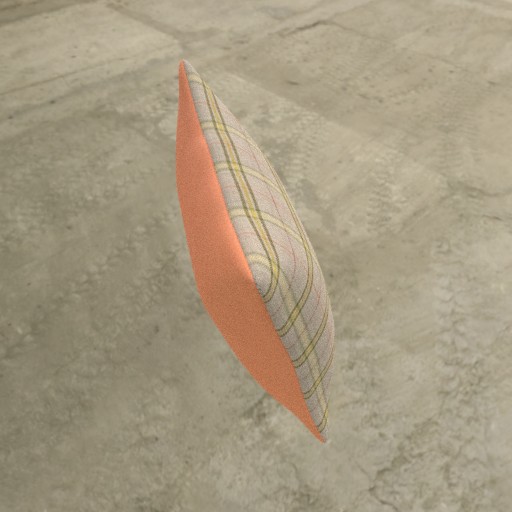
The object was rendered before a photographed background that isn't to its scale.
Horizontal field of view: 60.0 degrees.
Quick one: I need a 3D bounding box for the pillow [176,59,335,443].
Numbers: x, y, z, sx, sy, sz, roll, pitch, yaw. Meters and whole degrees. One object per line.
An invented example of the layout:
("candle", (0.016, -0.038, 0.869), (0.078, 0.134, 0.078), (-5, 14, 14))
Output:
("pillow", (0.000, 0.000, 0.681), (0.200, 0.430, 0.453), (-10, 47, -10))
